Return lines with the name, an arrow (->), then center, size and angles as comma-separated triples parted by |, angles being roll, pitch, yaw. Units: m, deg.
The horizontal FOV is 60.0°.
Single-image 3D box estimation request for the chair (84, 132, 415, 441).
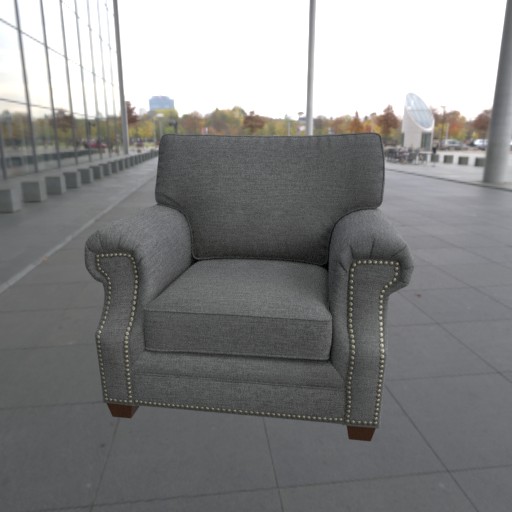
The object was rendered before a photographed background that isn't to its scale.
chair -> 0.000, 0.000, 1.779 | 1.092, 0.961, 0.965 | 2, 15, 8
